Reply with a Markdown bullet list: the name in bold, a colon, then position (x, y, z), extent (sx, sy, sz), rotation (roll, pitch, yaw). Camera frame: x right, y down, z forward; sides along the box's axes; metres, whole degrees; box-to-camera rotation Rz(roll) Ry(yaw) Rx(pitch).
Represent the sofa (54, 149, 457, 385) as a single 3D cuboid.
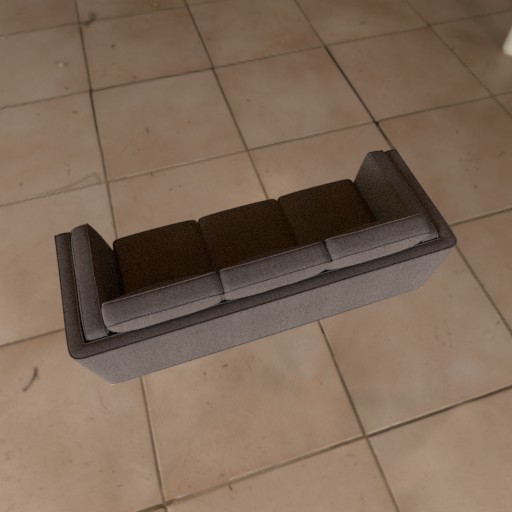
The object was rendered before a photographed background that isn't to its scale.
- **sofa**: position (0.000, 0.000, 2.915), extent (2.362, 0.899, 0.903), rotation (-16, 59, -10)
